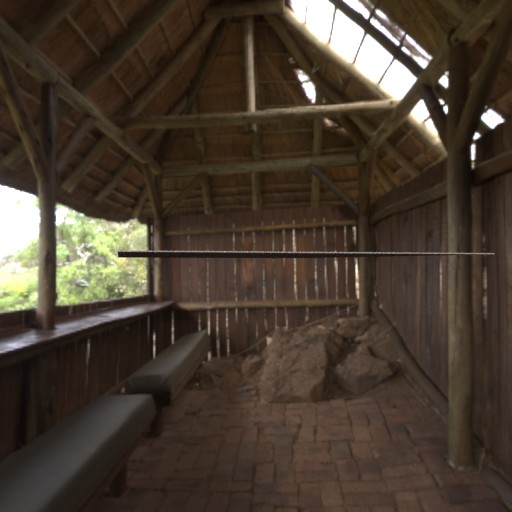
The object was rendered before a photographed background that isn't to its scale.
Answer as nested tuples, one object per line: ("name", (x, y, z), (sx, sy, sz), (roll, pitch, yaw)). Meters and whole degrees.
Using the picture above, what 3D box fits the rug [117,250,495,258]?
("rug", (0.000, 0.000, 4.094), (2.442, 0.008, 3.046), (0, -1, -17))
